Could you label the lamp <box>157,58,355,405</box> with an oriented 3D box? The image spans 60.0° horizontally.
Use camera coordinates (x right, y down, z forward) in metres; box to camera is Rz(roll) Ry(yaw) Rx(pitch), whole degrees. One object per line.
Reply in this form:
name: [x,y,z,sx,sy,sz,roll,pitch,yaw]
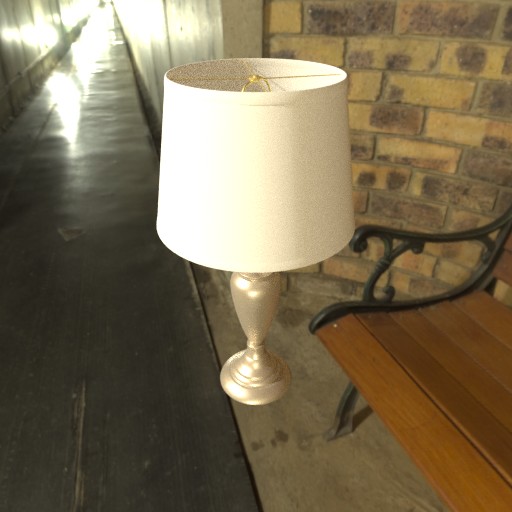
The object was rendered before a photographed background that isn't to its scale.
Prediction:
lamp: [0.000,0.000,0.788,0.328,0.612,0.328,0,32,0]
